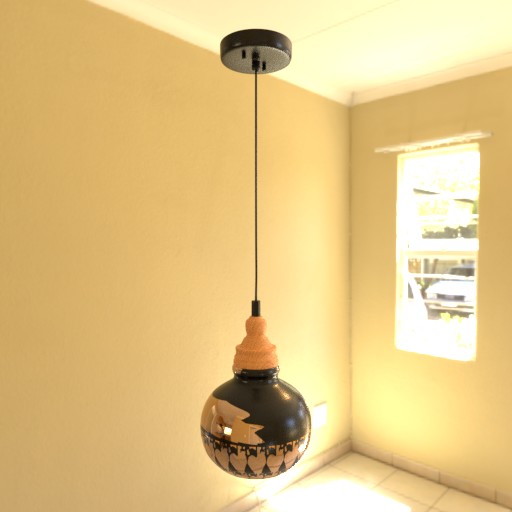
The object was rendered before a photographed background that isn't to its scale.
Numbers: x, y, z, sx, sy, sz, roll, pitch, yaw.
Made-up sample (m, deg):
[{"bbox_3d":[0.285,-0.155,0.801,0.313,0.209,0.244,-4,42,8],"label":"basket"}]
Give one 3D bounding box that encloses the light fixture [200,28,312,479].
[{"bbox_3d":[0.000,0.000,1.712,0.430,1.606,0.430,1,1,35],"label":"light fixture"}]
